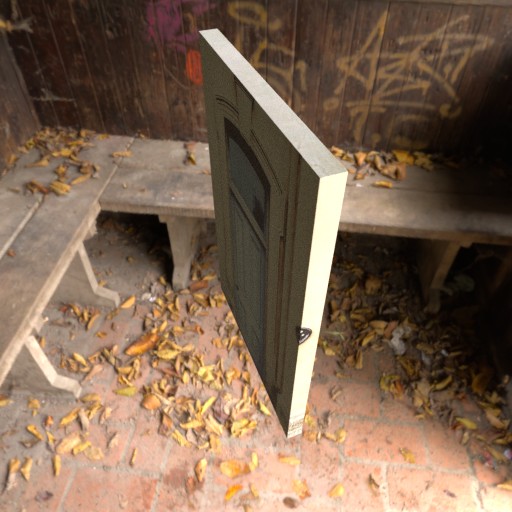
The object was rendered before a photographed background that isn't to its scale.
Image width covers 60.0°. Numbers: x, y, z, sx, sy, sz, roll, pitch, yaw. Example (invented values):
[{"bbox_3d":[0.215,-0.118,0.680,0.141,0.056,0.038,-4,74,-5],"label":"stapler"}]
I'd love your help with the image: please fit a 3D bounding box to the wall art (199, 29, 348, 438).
[{"bbox_3d":[0.000,0.000,0.964,0.038,0.764,0.508,-16,48,-15],"label":"wall art"}]
